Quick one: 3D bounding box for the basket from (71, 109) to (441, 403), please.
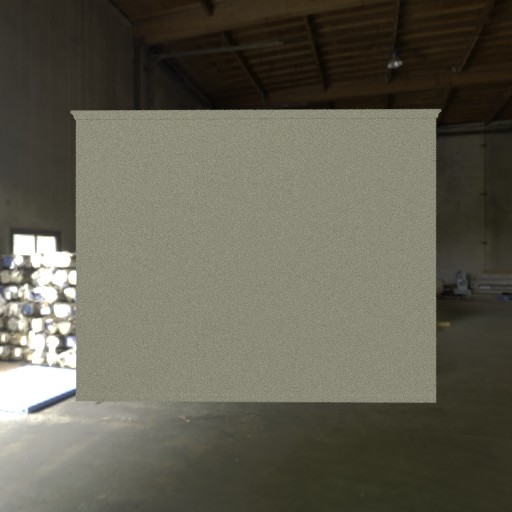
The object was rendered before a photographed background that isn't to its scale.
[{"bbox_3d":[0.000,0.000,1.136,0.792,0.625,0.376,0,0,1],"label":"basket"}]
